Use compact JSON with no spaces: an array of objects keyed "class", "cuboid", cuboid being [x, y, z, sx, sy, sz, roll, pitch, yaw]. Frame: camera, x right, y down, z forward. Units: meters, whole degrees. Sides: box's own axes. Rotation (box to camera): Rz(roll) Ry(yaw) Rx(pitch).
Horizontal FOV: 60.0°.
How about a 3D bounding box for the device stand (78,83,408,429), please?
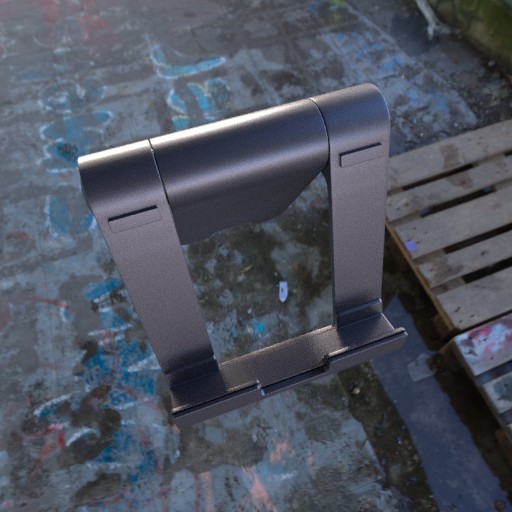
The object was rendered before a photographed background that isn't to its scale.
[{"class":"device stand","cuboid":[0.000,0.000,0.149,0.088,0.084,0.079,-17,63,-9]}]
